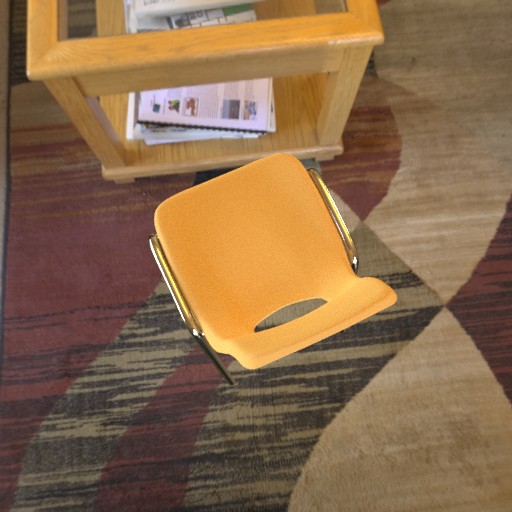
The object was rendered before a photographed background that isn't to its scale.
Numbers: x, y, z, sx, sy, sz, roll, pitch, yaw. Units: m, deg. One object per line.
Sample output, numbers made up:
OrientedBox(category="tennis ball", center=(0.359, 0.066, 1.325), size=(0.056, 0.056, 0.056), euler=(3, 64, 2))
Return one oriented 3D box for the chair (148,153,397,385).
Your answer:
OrientedBox(category="chair", center=(0.000, 0.000, 0.929), size=(0.381, 0.704, 0.436), euler=(-24, 76, -6))
